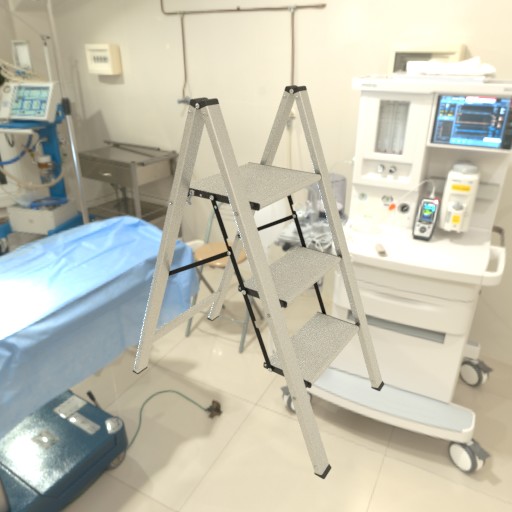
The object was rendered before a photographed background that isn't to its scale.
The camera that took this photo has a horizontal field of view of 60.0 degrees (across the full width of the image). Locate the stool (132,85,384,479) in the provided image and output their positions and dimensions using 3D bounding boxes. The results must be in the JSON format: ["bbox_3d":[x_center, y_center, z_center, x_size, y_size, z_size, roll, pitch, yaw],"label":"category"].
[{"bbox_3d":[0.000,0.000,1.292,0.730,0.902,0.441,17,30,31],"label":"stool"}]
